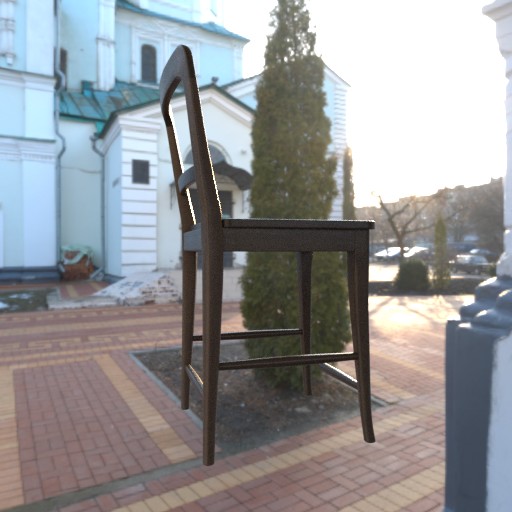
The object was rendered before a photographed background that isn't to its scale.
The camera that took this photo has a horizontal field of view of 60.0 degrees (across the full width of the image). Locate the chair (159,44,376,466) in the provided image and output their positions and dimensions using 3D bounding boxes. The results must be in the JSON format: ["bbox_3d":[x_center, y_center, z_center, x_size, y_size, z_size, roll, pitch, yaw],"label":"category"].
[{"bbox_3d":[0.000,0.000,1.294,0.546,0.991,0.450,0,1,-17],"label":"chair"}]
